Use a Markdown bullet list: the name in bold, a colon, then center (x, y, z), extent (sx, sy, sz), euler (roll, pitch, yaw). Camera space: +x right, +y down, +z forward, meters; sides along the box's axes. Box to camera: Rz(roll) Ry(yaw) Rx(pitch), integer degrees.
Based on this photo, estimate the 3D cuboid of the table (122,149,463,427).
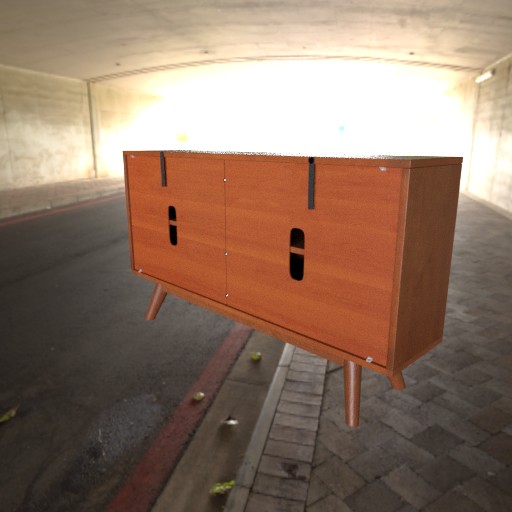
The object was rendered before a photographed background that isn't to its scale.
- **table**: center (0.000, 0.000, 1.534), extent (0.308, 0.698, 1.220), euler (-14, 20, -43)
